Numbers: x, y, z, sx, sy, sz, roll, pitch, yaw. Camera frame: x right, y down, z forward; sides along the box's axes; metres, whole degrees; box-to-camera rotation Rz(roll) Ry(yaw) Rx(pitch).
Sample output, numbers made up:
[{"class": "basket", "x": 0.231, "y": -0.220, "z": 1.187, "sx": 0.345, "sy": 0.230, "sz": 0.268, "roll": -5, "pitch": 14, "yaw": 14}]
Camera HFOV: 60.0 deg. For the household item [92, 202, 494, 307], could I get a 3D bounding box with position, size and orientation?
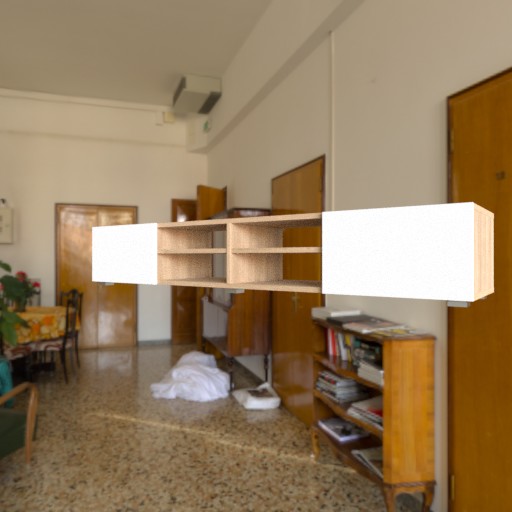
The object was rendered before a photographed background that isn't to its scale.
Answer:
[{"class": "household item", "x": 0.000, "y": 0.000, "z": 1.997, "sx": 1.850, "sy": 0.310, "sz": 0.420, "roll": 0, "pitch": 0, "yaw": 36}]
